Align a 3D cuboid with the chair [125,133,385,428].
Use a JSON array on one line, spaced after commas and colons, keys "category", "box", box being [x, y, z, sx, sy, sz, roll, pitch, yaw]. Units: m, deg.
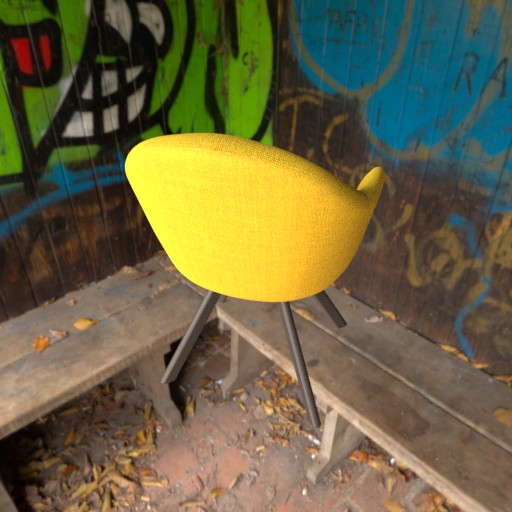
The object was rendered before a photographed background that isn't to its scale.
[{"category": "chair", "box": [0.000, 0.000, 1.199, 0.590, 0.795, 0.550, 11, 34, 16]}]
